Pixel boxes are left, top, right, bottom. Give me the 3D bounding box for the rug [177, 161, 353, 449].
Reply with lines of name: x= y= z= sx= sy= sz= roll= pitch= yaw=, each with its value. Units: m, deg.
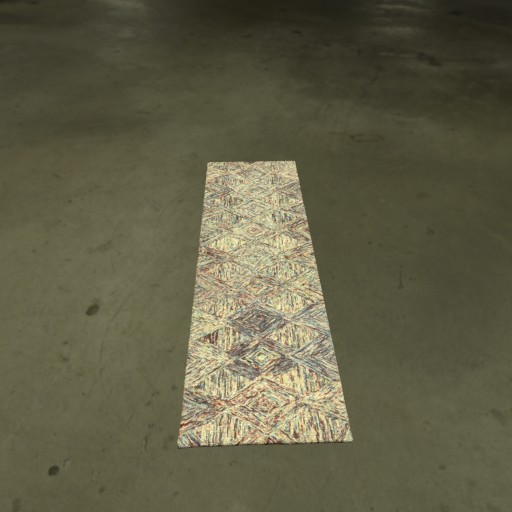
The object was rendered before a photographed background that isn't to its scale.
rug: x=0.000 y=0.000 z=2.600 sx=0.688 sy=0.015 sz=2.292 roll=-1 pitch=40 yaw=-1
